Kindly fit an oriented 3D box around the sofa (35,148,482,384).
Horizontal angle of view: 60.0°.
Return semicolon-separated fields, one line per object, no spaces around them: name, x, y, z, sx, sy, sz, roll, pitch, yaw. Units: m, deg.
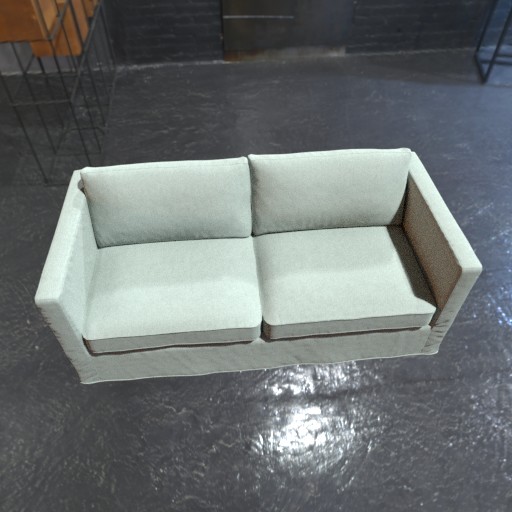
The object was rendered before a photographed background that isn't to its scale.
sofa;0.000;0.000;2.429;1.987;0.870;0.940;-4;47;-4
